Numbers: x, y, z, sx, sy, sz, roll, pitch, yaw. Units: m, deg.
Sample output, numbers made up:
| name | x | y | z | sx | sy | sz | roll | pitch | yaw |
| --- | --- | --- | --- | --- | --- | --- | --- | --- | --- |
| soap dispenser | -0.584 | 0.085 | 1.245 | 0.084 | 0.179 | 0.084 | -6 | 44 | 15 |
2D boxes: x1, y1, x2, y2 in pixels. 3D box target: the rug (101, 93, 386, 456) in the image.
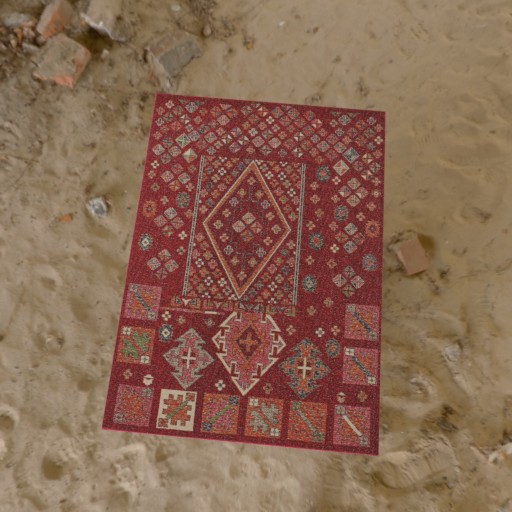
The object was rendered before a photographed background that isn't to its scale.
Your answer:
| name | x | y | z | sx | sy | sz | roll | pitch | yaw |
| --- | --- | --- | --- | --- | --- | --- | --- | --- | --- |
| rug | 0.000 | 0.000 | 4.192 | 2.389 | 0.011 | 3.306 | 5 | 76 | 1 |
